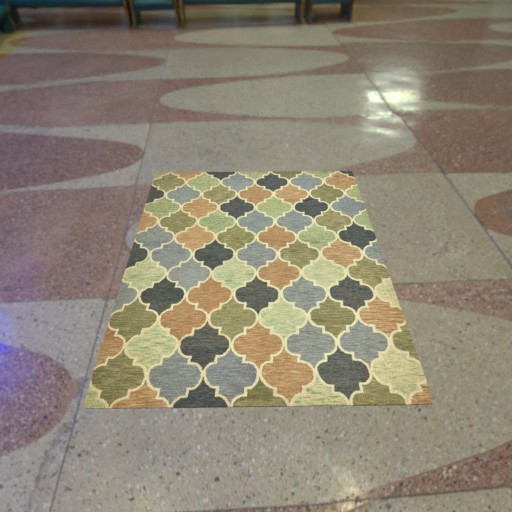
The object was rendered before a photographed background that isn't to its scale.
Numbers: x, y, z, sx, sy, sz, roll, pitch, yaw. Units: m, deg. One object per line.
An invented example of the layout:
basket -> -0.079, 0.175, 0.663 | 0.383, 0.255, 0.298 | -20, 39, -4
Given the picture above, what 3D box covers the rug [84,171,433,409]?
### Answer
rug -> 0.000, 0.000, 4.281 | 2.439, 0.013, 3.200 | -1, 41, -1
